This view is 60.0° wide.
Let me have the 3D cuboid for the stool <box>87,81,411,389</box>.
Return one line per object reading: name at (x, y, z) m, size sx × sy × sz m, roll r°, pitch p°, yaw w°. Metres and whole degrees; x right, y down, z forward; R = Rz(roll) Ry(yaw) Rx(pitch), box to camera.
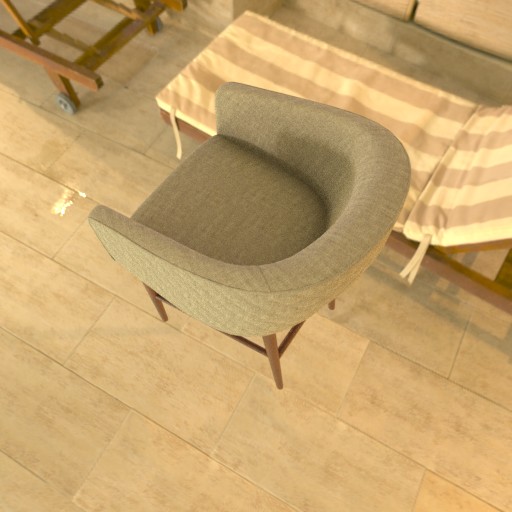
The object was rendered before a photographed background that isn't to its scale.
stool at (0.000, 0.000, 1.332) m, size 0.635 × 0.952 × 0.559 m, roll 32°, pitch 67°, yaw 15°
